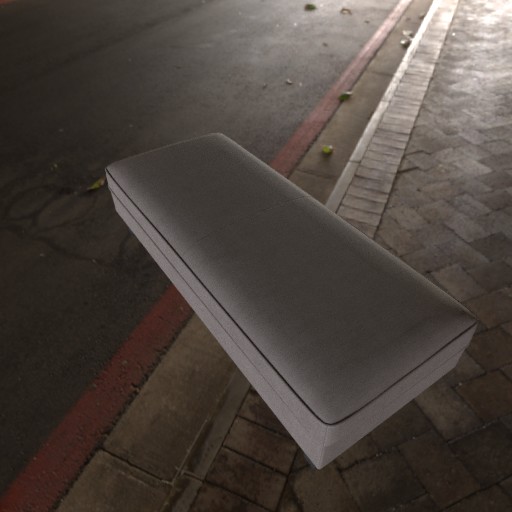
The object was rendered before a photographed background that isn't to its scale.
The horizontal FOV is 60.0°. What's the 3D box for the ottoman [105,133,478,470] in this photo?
[{"bbox_3d":[0.000,0.000,2.018,0.751,0.470,1.764,-24,47,-25],"label":"ottoman"}]
